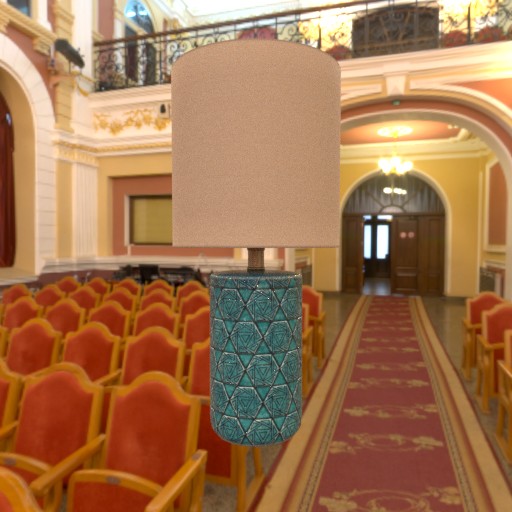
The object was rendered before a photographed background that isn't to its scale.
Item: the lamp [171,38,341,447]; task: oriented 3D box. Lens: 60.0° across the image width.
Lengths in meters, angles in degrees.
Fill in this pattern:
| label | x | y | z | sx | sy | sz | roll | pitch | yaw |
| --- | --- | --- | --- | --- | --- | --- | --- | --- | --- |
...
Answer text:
| label | x | y | z | sx | sy | sz | roll | pitch | yaw |
| --- | --- | --- | --- | --- | --- | --- | --- | --- | --- |
| lamp | 0.000 | 0.000 | 0.747 | 0.278 | 0.597 | 0.278 | 0 | 2 | 17 |
